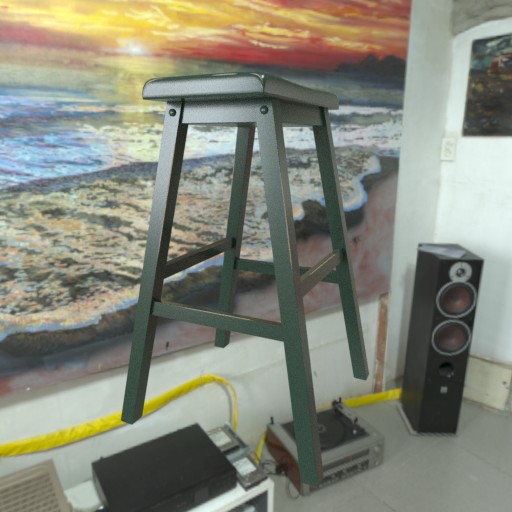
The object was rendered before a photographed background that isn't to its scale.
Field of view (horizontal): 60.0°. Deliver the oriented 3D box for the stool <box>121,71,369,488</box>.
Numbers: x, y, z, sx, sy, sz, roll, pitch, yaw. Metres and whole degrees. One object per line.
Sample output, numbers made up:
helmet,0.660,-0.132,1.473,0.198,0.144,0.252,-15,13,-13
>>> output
stool,0.000,0.000,1.032,0.476,0.737,0.457,7,16,25
